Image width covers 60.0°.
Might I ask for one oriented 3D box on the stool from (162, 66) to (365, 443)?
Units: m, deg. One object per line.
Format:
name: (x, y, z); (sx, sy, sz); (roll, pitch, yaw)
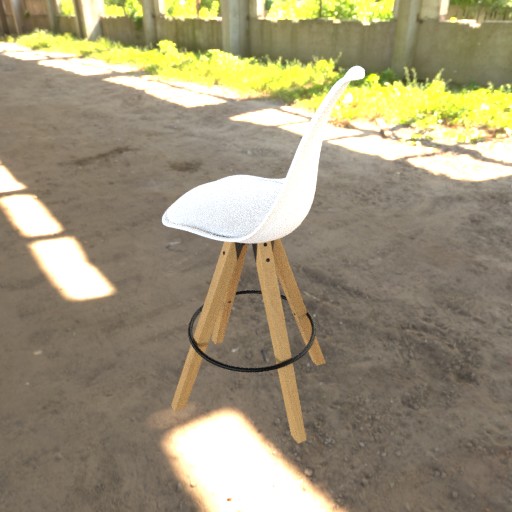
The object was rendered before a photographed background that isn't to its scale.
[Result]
stool: (0.000, 0.000, 1.410); (0.549, 1.115, 0.482); (9, 30, 15)
